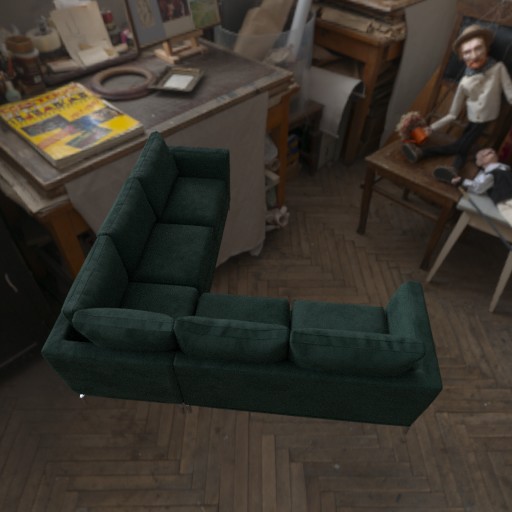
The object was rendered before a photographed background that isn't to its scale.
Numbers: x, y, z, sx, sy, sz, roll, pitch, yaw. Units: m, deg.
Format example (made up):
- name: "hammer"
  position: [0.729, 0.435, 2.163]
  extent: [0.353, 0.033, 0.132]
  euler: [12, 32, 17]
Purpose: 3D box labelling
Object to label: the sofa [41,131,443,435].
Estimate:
- name: "sofa"
  position: [0.000, 0.000, 3.698]
  extent: [2.468, 1.004, 2.452]
  euler: [4, 46, 4]
